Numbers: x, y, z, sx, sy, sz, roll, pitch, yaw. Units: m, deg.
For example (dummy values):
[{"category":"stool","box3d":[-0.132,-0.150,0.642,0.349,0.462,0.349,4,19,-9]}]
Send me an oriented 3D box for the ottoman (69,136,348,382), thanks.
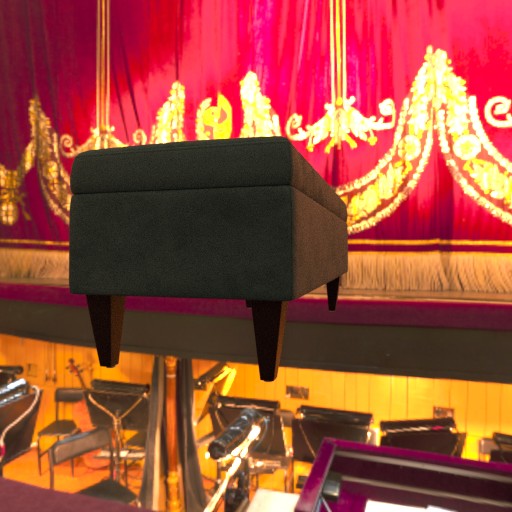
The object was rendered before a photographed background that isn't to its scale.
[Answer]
[{"category":"ottoman","box3d":[0.000,0.000,1.394,0.482,0.469,1.151,0,1,17]}]
